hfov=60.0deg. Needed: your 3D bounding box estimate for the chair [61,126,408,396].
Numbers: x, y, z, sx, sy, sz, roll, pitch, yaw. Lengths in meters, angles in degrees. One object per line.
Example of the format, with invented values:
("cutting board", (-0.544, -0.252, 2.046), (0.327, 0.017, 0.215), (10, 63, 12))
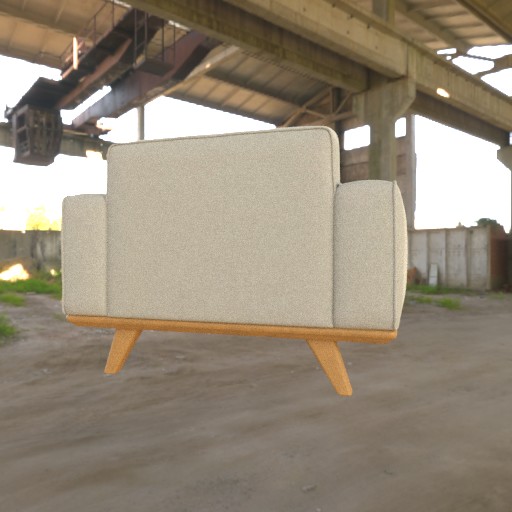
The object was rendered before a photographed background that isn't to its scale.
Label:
("chair", (0.000, 0.000, 1.746), (1.115, 0.779, 0.953), (0, 0, 17))
